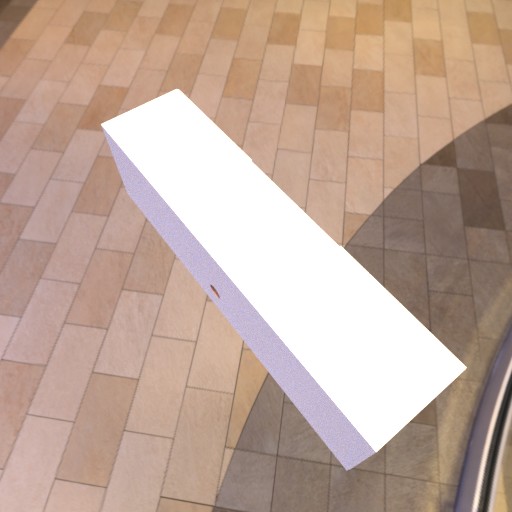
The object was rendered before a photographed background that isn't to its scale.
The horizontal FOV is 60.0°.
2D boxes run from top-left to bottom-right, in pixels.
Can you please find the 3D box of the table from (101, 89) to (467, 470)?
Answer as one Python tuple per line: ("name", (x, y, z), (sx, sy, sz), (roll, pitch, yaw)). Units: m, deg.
("table", (0.000, 0.000, 1.727), (0.400, 0.440, 1.550), (-33, 64, -19))
